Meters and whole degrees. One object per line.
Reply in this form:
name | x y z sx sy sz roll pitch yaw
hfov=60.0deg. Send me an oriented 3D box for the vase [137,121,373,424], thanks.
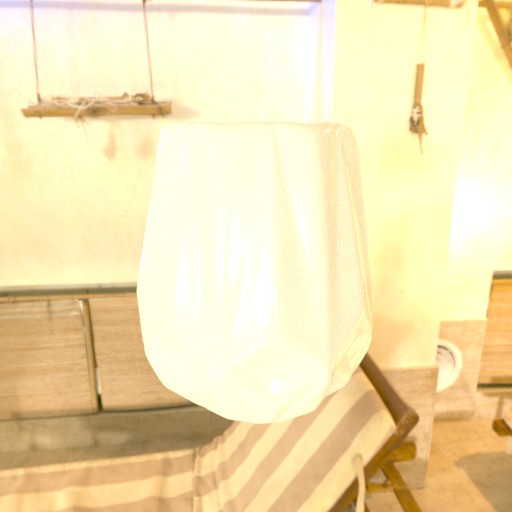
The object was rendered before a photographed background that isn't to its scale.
vase | 0.000 0.000 0.265 0.141 0.152 0.141 0 15 0
